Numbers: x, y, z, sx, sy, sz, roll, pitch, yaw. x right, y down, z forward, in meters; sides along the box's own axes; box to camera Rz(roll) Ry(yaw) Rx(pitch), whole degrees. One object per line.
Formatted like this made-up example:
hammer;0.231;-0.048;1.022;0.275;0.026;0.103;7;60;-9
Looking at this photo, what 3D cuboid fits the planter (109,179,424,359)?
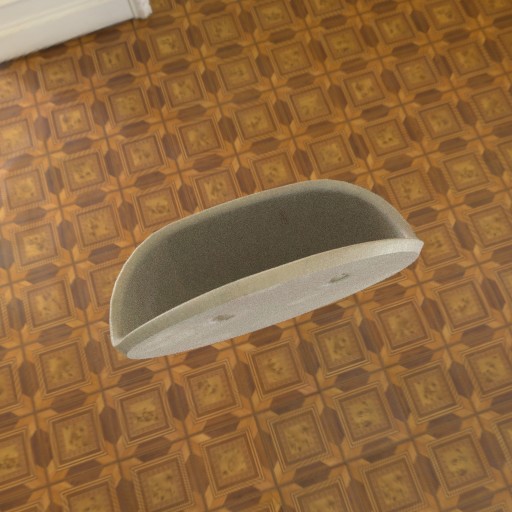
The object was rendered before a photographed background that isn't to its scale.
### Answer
planter;0.000;0.000;0.275;0.190;0.164;0.073;-18;76;-5
